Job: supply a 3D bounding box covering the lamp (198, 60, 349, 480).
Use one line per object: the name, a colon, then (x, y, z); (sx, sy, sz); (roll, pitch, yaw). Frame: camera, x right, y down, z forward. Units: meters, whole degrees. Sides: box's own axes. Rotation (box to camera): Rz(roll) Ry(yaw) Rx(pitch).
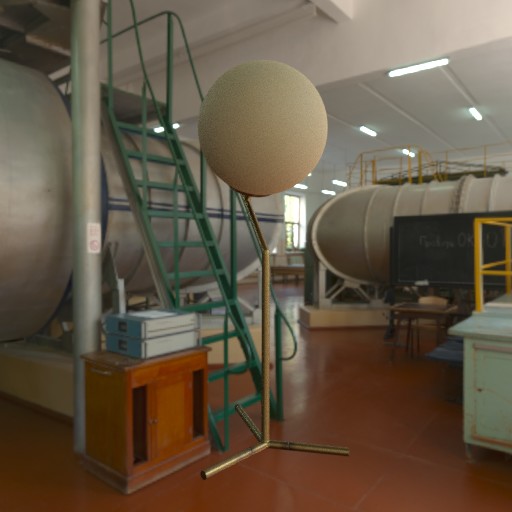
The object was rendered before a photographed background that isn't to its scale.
lamp: (0.000, 0.000, 0.677); (0.210, 0.552, 0.251); (0, 1, -18)
